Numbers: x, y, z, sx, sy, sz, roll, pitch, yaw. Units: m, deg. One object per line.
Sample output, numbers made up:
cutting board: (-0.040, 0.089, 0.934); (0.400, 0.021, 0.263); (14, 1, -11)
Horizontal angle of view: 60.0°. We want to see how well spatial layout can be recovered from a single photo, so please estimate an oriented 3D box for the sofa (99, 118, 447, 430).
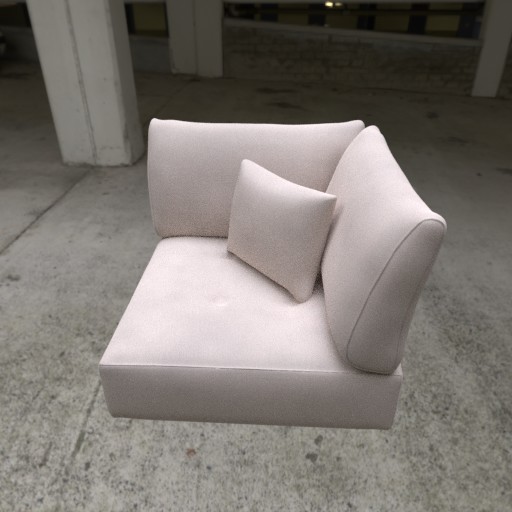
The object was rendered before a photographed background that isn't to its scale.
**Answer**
sofa: (0.000, 0.000, 1.714); (1.000, 0.820, 1.000); (1, 31, 2)
